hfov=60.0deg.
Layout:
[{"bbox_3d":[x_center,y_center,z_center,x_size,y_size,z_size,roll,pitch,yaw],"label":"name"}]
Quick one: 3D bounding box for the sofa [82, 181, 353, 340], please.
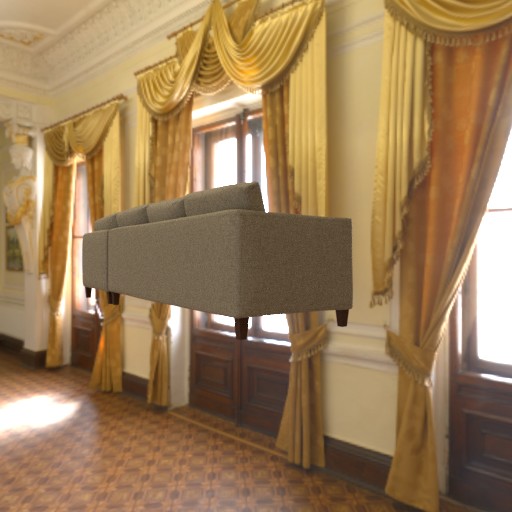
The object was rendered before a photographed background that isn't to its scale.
[{"bbox_3d":[0.000,0.000,4.466,2.593,0.947,3.302,0,0,-35],"label":"sofa"}]
